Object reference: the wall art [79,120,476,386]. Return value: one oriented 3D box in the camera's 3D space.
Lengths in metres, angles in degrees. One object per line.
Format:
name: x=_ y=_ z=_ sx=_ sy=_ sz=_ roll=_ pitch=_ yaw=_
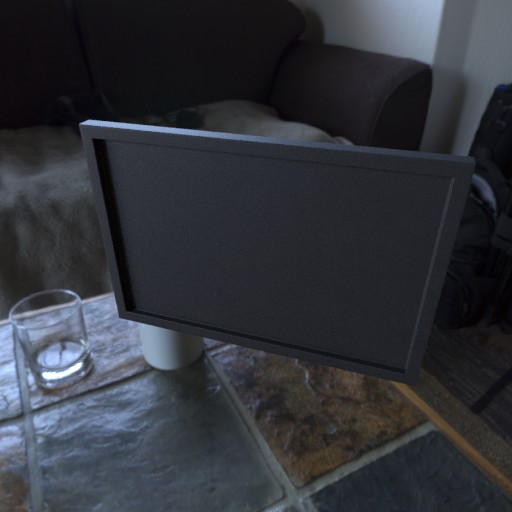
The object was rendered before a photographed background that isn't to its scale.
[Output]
wall art: x=0.000 y=0.000 z=0.564 sx=0.443 sy=0.301 sz=0.021 roll=10 pitch=33 yaw=15
